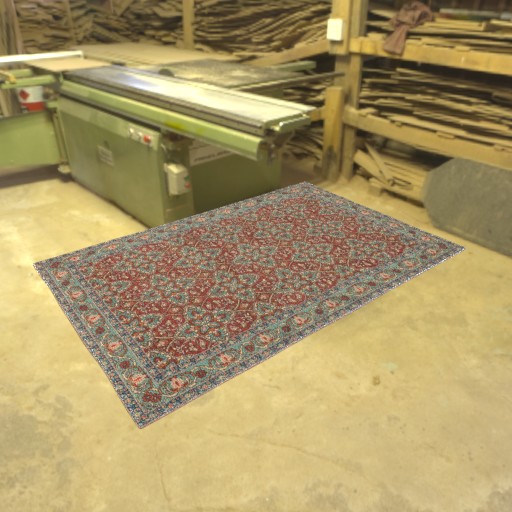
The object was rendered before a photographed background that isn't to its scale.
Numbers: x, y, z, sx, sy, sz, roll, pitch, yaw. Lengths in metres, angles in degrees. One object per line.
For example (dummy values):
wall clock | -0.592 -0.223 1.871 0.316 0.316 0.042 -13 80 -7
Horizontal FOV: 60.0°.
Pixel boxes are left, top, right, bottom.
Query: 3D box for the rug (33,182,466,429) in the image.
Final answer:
rug | 0.000 0.000 2.234 1.829 0.009 1.219 -21 36 -32
